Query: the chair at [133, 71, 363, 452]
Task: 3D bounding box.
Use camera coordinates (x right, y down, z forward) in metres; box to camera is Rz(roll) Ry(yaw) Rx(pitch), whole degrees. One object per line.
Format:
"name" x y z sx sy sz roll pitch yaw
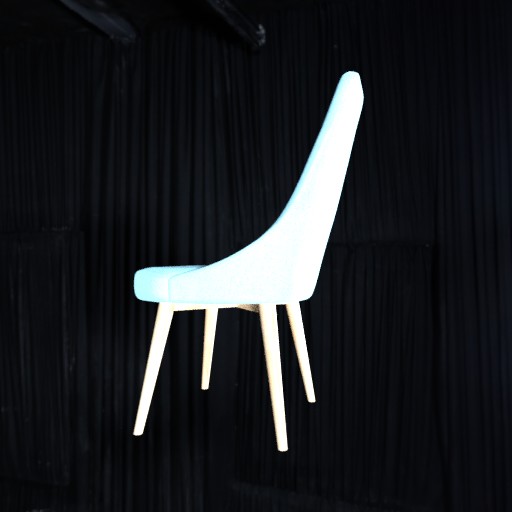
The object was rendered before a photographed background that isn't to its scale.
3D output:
"chair" 0.000 0.000 1.420 0.660 1.040 0.510 0 0 18
